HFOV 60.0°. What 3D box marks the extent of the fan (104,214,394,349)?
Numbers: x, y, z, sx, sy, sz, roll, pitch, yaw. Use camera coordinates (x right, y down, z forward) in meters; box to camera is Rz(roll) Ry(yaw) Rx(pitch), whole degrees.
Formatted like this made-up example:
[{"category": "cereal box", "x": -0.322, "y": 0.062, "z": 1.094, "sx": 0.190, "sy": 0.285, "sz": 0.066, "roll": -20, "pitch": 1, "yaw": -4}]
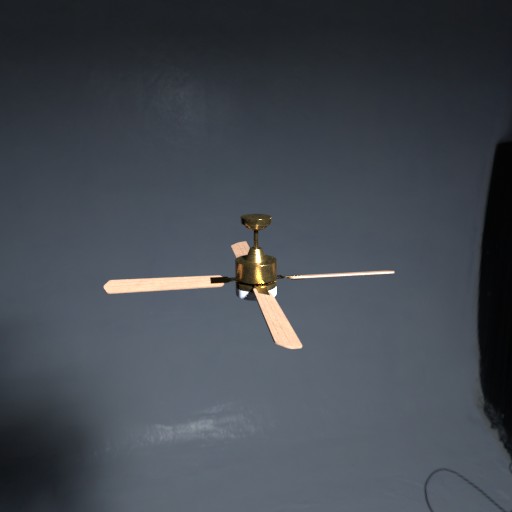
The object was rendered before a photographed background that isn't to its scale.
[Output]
[{"category": "fan", "x": 0.000, "y": 0.000, "z": 1.969, "sx": 1.320, "sy": 0.355, "sz": 1.320, "roll": -3, "pitch": 16, "yaw": -9}]
